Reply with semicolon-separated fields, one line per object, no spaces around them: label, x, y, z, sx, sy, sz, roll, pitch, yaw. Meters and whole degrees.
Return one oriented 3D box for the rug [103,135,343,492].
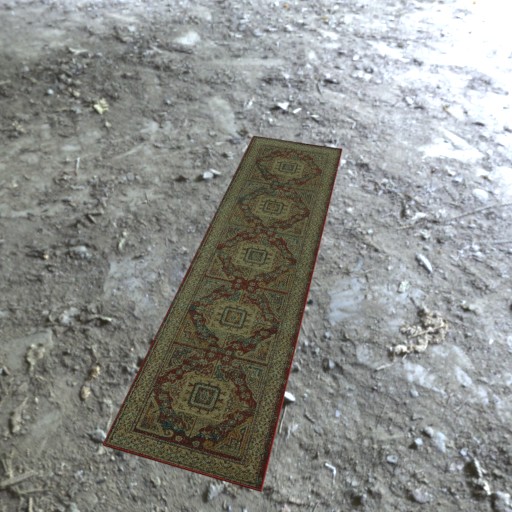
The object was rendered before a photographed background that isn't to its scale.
rug;0.000;0.000;2.457;0.659;0.015;2.292;11;49;10
